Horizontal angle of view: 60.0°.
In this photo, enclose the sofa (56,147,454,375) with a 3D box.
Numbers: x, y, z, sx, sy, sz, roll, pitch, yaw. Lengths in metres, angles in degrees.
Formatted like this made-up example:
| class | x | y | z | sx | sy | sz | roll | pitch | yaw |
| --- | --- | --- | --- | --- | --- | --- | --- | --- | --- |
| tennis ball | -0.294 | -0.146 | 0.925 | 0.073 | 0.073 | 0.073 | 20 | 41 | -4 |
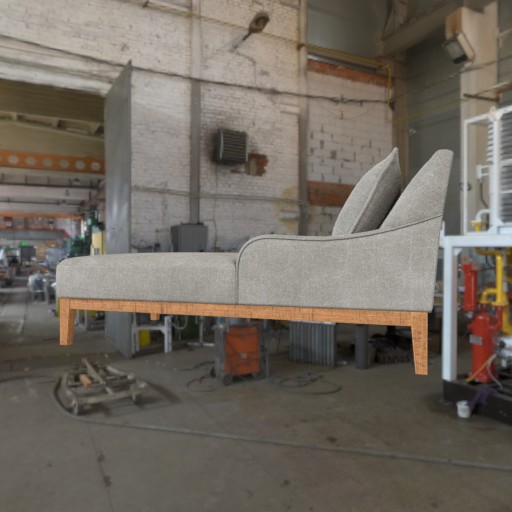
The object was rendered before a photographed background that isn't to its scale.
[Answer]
| class | x | y | z | sx | sy | sz | roll | pitch | yaw |
| --- | --- | --- | --- | --- | --- | --- | --- | --- | --- |
| sofa | 0.000 | 0.000 | 2.281 | 1.779 | 0.859 | 0.894 | 0 | 1 | 18 |
